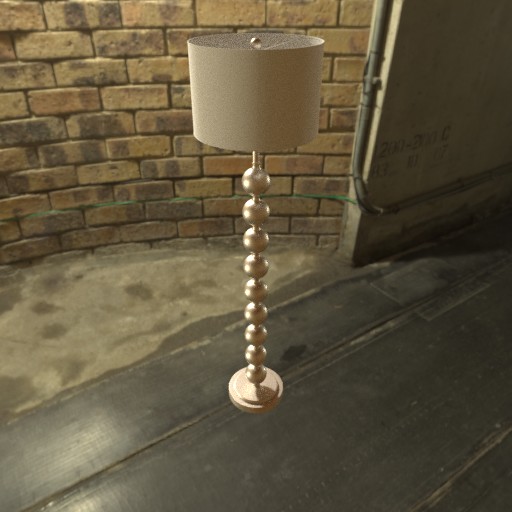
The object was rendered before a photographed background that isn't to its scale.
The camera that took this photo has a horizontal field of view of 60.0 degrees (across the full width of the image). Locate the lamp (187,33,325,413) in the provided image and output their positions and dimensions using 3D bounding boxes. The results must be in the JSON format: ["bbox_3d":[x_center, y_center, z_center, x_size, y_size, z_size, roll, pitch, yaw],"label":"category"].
[{"bbox_3d":[0.000,0.000,1.660,0.394,1.474,0.394,10,33,15],"label":"lamp"}]
